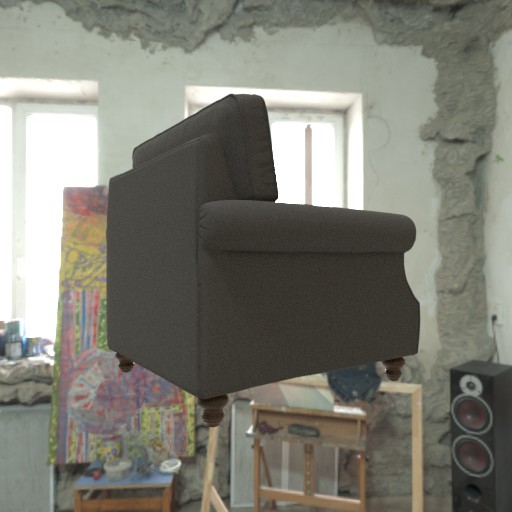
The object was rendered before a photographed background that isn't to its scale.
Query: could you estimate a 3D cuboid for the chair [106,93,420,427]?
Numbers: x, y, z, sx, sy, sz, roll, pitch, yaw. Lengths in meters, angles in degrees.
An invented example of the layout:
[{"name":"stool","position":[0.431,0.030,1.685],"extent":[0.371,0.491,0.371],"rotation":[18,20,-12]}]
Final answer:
[{"name":"chair","position":[0.000,0.000,1.783],"extent":[0.966,0.967,1.029],"rotation":[0,0,-35]}]
